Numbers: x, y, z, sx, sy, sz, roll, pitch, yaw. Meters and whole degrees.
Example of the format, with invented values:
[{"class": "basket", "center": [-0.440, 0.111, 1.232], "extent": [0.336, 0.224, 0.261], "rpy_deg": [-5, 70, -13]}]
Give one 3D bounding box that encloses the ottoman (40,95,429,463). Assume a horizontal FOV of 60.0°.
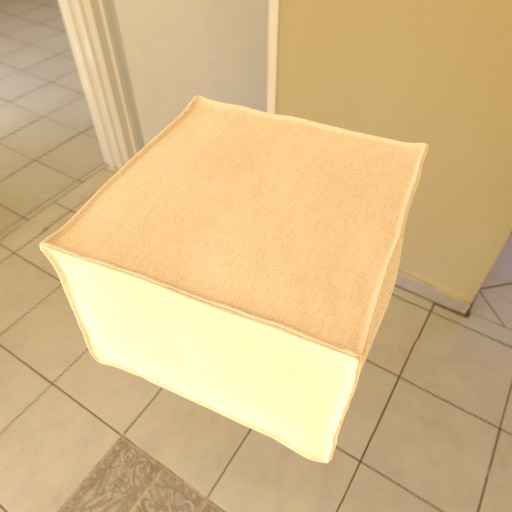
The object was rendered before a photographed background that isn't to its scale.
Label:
[{"class": "ottoman", "center": [0.000, 0.000, 1.149], "extent": [0.696, 0.470, 0.707], "rpy_deg": [17, 49, 16]}]
